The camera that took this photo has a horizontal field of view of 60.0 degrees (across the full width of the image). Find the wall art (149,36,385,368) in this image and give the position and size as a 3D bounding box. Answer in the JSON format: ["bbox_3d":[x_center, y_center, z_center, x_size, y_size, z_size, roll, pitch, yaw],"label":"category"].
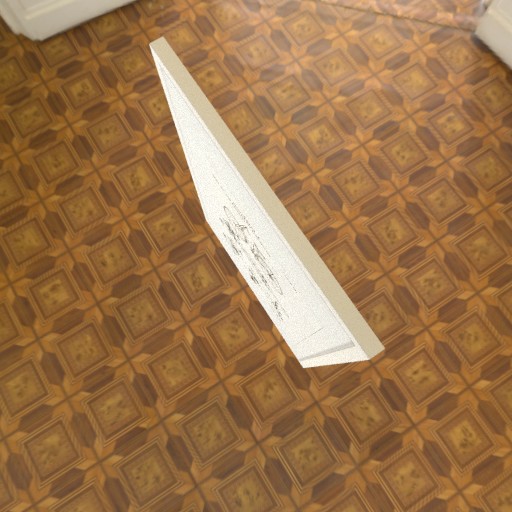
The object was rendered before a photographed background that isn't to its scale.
[{"bbox_3d":[0.000,0.000,0.596,0.015,0.477,0.332,-32,77,-8],"label":"wall art"}]
